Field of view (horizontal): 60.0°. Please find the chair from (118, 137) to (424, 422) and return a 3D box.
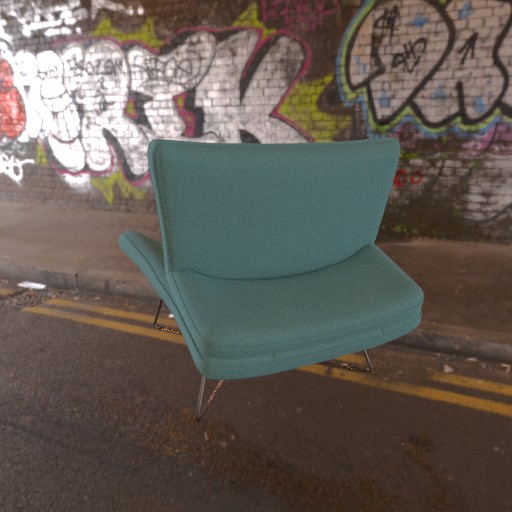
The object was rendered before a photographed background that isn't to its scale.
[{"bbox_3d":[0.000,0.000,1.650,0.859,0.855,1.008,-8,17,-25],"label":"chair"}]
